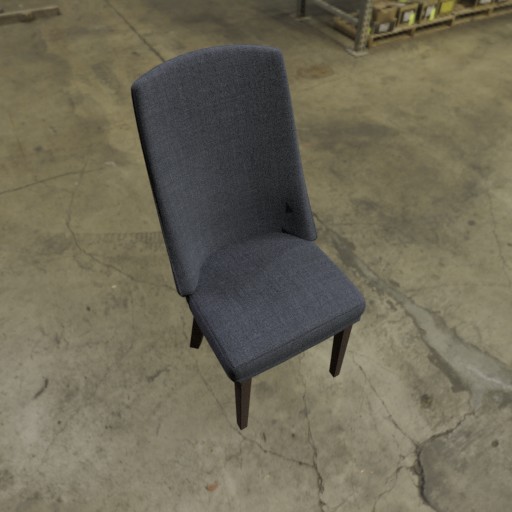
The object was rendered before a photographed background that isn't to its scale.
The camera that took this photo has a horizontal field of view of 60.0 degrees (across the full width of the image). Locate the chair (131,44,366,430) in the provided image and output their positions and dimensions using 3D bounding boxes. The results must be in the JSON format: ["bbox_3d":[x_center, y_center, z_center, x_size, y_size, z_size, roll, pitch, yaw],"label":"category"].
[{"bbox_3d":[0.000,0.000,1.365,0.510,1.050,0.577,-23,51,-20],"label":"chair"}]
